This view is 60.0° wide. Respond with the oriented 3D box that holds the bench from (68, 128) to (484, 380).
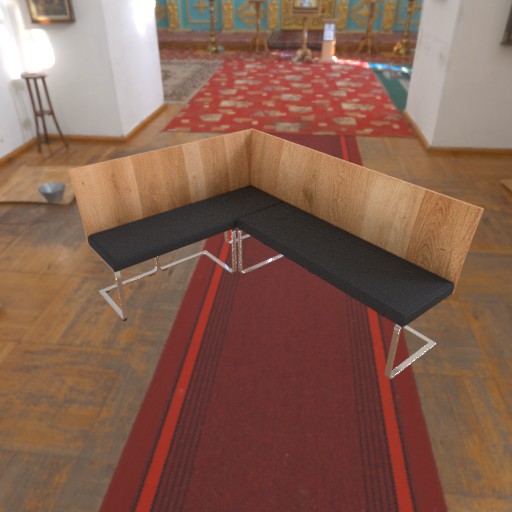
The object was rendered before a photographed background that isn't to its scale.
[{"bbox_3d":[0.000,0.000,2.802,1.495,0.930,1.945,-23,38,-32],"label":"bench"}]
